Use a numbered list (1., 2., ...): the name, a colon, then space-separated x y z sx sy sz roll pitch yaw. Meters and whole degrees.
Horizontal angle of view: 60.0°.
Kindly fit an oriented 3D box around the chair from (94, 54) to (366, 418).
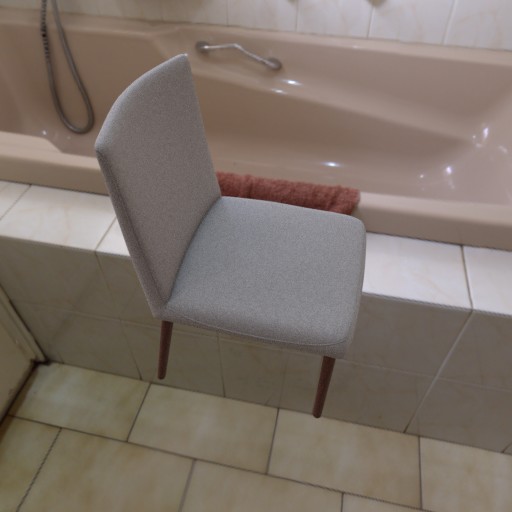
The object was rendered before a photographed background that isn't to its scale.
1. chair: 0.000 0.000 1.174 0.570 0.859 0.456 11 47 10
